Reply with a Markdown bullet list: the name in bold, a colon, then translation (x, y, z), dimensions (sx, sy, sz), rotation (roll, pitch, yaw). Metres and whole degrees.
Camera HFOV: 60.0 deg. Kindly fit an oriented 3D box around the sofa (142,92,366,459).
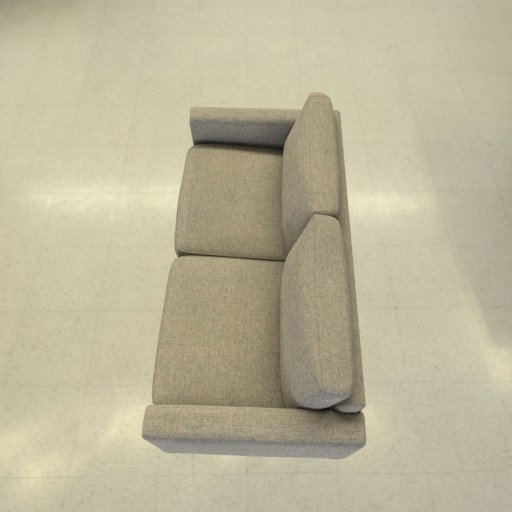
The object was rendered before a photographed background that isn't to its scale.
- **sofa**: translation (0.000, 0.000, 2.451), dimensions (0.969, 0.892, 1.978), rotation (2, 60, 1)
